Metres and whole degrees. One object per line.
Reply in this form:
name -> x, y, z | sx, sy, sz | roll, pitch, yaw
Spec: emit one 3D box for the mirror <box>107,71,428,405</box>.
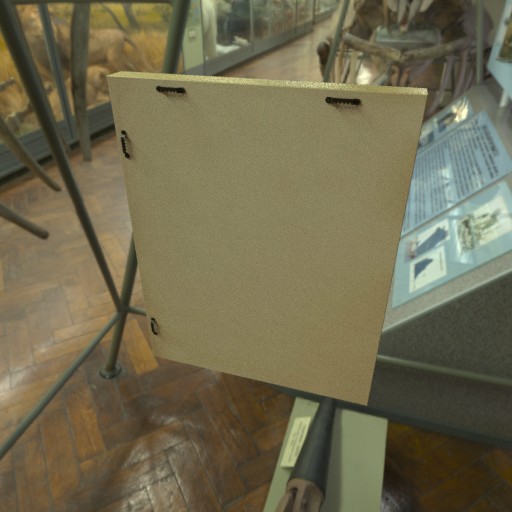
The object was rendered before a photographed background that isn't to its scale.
mirror -> 0.000, 0.000, 0.683 | 0.405, 0.508, 0.041 | 9, 33, 14
